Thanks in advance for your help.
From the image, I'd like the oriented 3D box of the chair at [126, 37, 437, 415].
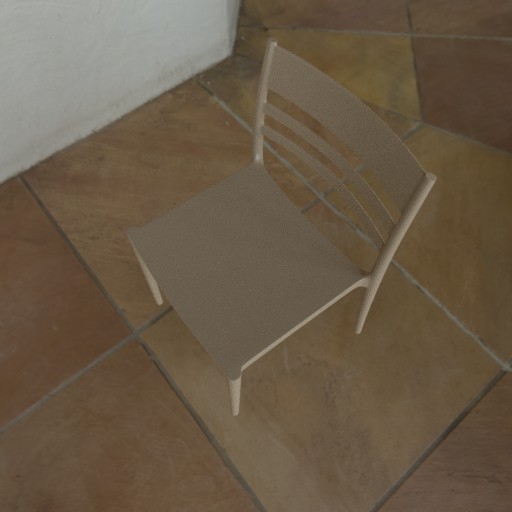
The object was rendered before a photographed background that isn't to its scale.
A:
[{"bbox_3d":[0.000,0.000,1.145,0.511,0.800,0.531,-33,67,-16],"label":"chair"}]
